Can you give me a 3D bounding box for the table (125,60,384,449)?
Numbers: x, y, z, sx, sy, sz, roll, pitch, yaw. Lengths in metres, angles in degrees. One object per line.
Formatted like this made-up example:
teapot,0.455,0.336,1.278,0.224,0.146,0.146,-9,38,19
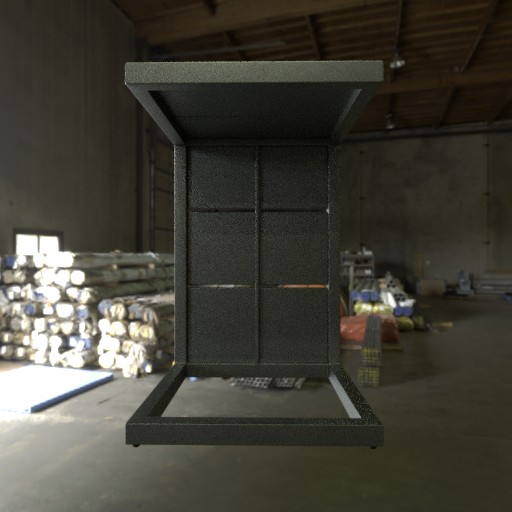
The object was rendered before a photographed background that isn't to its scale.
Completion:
table,0.000,0.000,0.903,0.405,0.609,0.420,0,0,1
